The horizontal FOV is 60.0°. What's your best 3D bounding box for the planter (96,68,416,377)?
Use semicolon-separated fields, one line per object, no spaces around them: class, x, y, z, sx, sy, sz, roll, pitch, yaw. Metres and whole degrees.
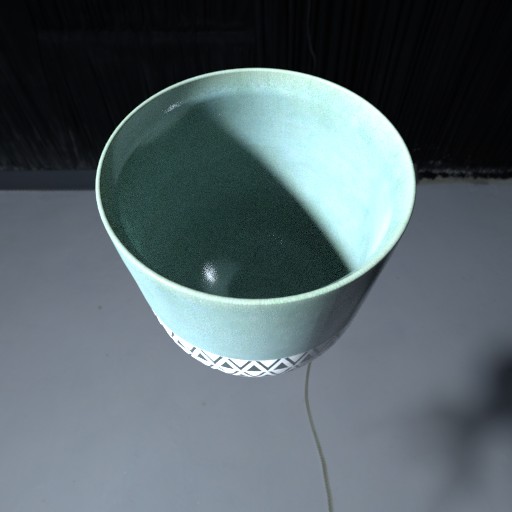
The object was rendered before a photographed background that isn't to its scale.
planter;0.000;0.000;0.368;0.198;0.214;0.198;0;57;0
